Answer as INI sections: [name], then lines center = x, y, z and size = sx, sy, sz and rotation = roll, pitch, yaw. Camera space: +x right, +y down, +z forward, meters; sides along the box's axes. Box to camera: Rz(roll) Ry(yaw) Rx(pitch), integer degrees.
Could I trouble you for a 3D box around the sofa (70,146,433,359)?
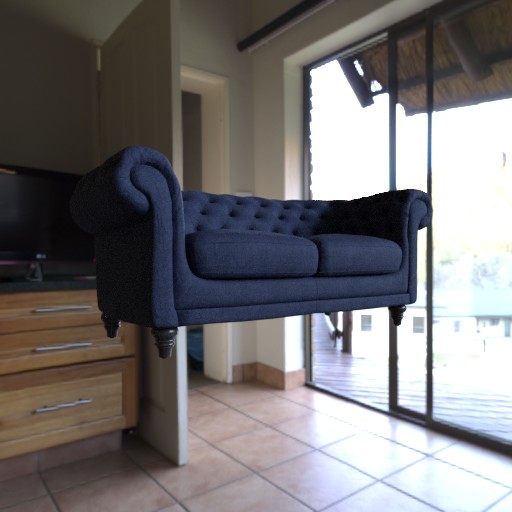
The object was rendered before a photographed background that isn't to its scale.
[sofa]
center = 0.000, 0.000, 2.551
size = 1.988, 0.833, 1.082
rotation = 0, -1, -36
